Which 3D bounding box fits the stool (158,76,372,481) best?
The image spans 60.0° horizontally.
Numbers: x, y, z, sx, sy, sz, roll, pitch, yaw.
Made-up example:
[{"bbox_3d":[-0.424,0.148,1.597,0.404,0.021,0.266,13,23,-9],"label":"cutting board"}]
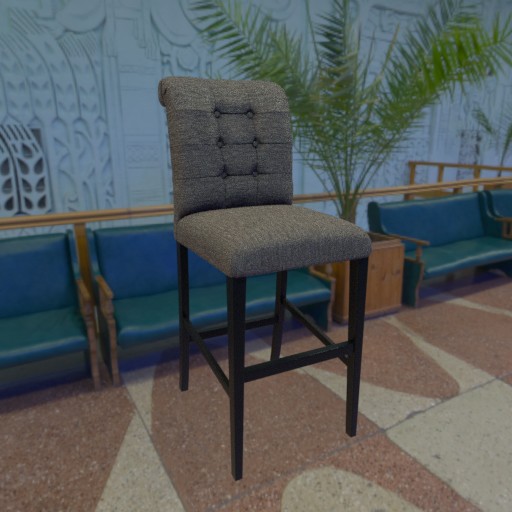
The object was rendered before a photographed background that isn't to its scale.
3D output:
[{"bbox_3d":[0.000,0.000,1.451,0.452,1.131,0.613,-8,17,-26],"label":"stool"}]
